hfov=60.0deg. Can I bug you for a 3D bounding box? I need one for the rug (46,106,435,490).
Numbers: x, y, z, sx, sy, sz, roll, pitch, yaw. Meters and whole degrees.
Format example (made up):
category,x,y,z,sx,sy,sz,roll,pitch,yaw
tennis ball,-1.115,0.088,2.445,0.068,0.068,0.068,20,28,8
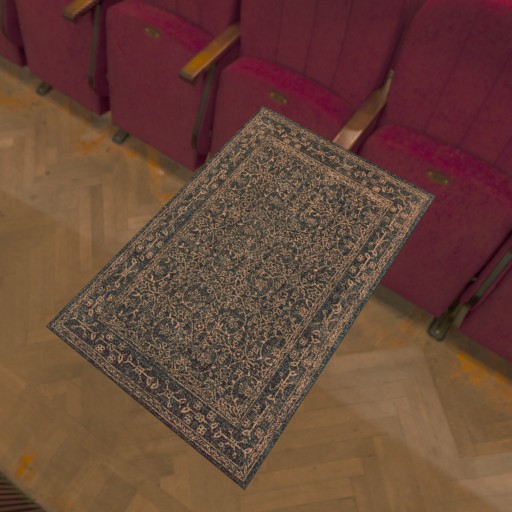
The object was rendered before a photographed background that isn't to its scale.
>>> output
category,x,y,z,sx,sy,sz,roll,pitch,yaw
rug,0.000,0.000,2.329,1.200,0.005,1.819,33,67,16
